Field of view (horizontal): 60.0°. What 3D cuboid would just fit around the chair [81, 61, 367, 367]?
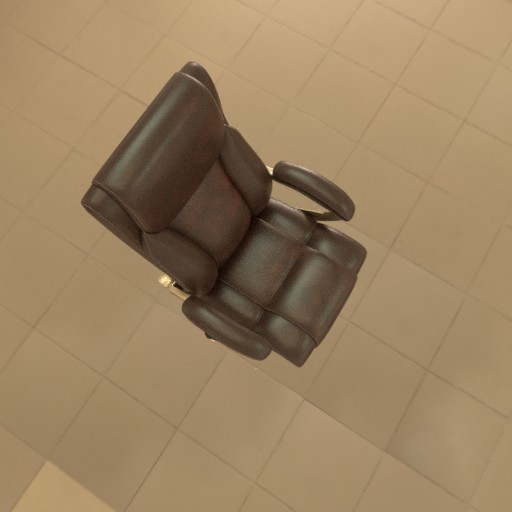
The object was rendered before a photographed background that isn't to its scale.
[{"bbox_3d":[0.000,0.000,1.626,0.749,1.194,0.692,31,78,8],"label":"chair"}]
